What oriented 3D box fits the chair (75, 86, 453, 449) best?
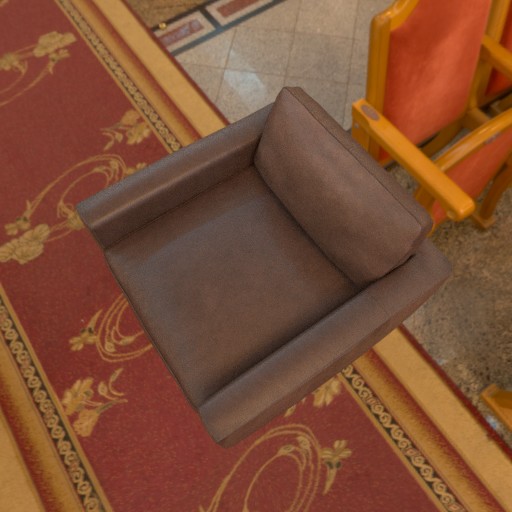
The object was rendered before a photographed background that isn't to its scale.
[{"bbox_3d":[0.000,0.000,1.822,1.069,0.812,1.100,-32,68,-14],"label":"chair"}]
